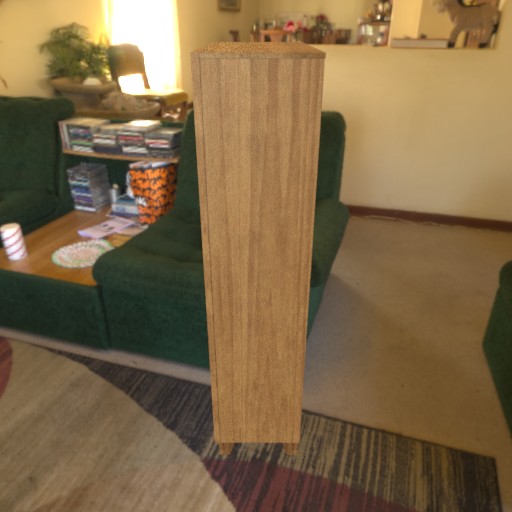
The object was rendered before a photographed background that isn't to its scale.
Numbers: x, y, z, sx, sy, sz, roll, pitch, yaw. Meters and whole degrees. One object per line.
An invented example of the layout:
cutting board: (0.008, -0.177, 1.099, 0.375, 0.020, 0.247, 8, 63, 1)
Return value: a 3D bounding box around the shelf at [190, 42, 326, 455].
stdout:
shelf: (0.000, 0.000, 2.255, 0.453, 1.930, 0.864, 0, 28, 0)
